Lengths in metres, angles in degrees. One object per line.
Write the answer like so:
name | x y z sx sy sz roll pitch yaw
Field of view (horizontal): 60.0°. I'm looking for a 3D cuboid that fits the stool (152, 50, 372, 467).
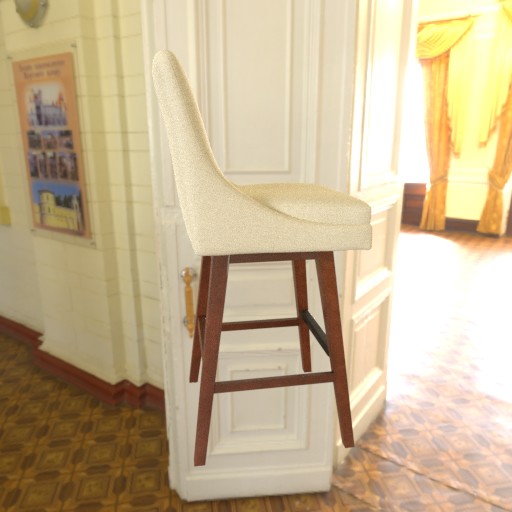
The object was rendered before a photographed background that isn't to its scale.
stool | 0.000 0.000 1.364 0.559 1.097 0.470 -3 16 -10
